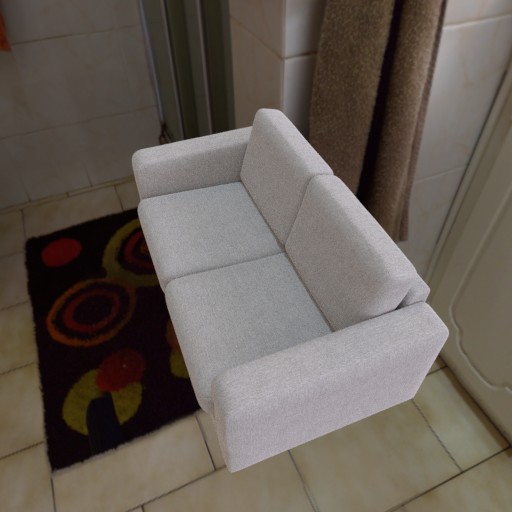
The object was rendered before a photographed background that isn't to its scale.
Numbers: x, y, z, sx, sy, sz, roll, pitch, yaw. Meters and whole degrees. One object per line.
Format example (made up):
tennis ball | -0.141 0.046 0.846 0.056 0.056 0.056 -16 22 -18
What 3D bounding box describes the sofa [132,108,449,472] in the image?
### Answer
sofa | 0.000 0.000 2.062 0.900 0.800 1.540 -16 49 -15
